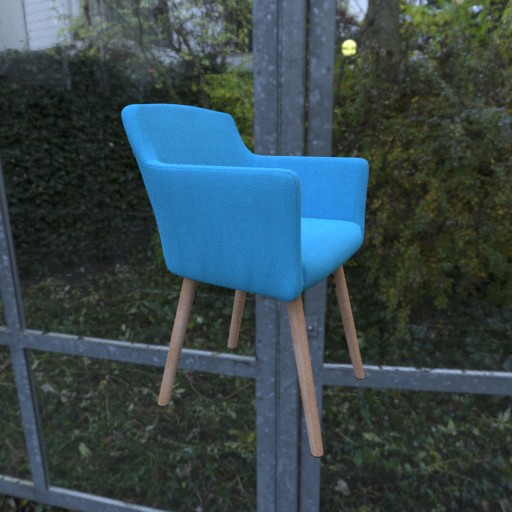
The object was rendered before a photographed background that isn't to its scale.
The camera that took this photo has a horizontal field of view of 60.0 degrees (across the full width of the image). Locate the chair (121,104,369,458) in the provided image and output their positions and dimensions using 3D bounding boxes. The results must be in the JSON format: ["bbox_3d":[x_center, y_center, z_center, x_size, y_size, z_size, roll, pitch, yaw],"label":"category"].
[{"bbox_3d":[0.000,0.000,1.184,0.540,0.780,0.570,7,17,26],"label":"chair"}]
